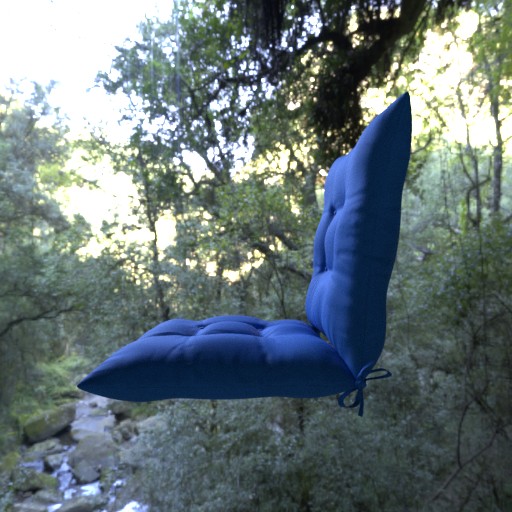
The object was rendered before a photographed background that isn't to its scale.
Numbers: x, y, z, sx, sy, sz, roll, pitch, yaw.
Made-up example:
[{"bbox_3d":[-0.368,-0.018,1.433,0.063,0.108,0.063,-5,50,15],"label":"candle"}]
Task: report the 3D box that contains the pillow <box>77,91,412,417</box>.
[{"bbox_3d":[0.000,0.000,0.970,0.585,0.536,0.541,0,0,0],"label":"pillow"}]
